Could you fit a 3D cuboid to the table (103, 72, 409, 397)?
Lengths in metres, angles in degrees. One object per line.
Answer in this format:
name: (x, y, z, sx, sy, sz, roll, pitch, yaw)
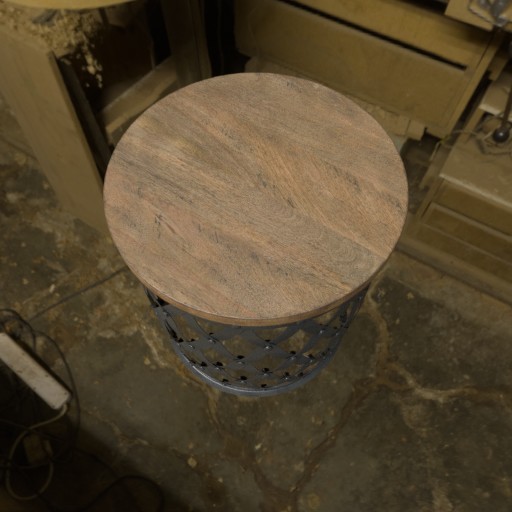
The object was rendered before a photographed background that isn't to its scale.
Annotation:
table: (0.000, 0.000, 0.792, 0.405, 0.454, 0.405, 0, 62, 0)
